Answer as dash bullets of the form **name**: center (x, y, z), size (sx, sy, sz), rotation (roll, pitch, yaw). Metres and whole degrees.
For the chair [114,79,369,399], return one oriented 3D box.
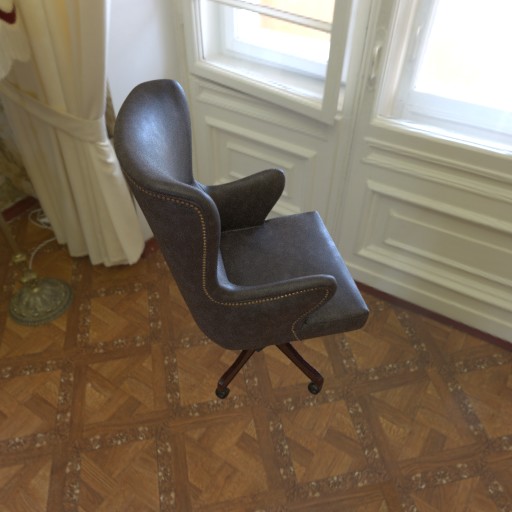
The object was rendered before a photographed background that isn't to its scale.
- **chair**: center (0.000, 0.000, 1.492), size (0.717, 1.037, 0.594), rotation (-10, 46, -9)
